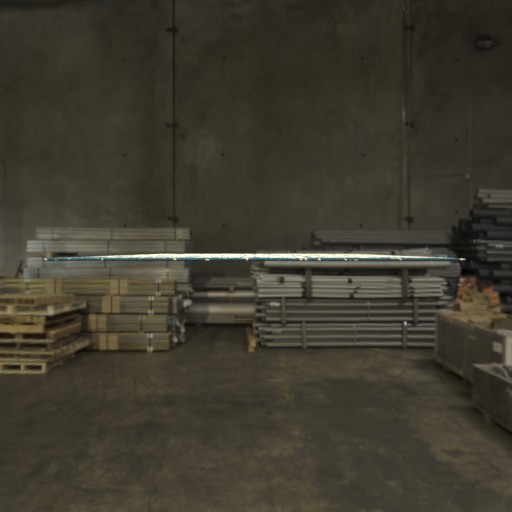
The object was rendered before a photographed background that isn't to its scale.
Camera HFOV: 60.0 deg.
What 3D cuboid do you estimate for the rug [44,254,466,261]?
[{"bbox_3d":[0.000,0.000,4.037,2.416,0.014,3.017,0,1,0],"label":"rug"}]
